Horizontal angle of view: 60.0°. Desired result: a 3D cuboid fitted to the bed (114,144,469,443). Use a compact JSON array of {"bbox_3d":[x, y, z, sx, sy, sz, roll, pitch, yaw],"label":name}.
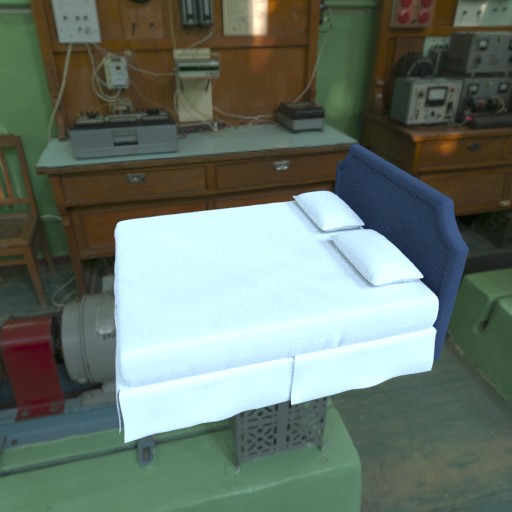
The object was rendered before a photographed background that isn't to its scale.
[{"bbox_3d":[0.000,0.000,4.183,2.773,1.488,2.350,-8,31,-14],"label":"bed"}]
